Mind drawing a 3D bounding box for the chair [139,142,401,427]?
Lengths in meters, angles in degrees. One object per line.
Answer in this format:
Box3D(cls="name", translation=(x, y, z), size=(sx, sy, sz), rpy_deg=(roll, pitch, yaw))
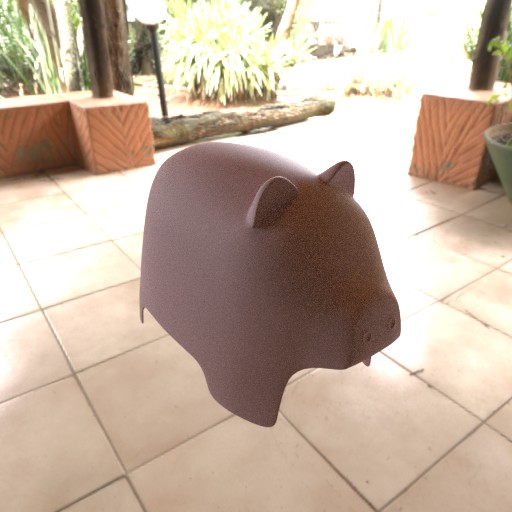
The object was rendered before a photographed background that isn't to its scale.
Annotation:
Box3D(cls="chair", translation=(0.000, 0.000, 0.871), size=(0.364, 0.423, 0.619), rpy_deg=(-20, 34, -32))
